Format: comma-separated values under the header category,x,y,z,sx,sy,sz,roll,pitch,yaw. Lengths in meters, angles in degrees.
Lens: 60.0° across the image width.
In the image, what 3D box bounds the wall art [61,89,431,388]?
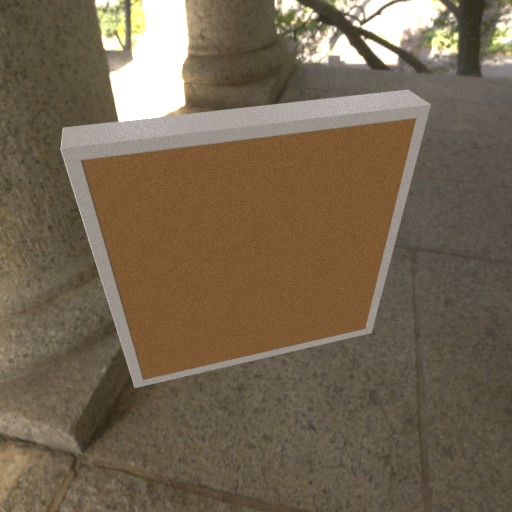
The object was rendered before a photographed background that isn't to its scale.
category,x,y,z,sx,sy,sz,roll,pitch,yaw
wall art,0.000,0.000,0.465,0.305,0.305,0.038,-10,41,-12
